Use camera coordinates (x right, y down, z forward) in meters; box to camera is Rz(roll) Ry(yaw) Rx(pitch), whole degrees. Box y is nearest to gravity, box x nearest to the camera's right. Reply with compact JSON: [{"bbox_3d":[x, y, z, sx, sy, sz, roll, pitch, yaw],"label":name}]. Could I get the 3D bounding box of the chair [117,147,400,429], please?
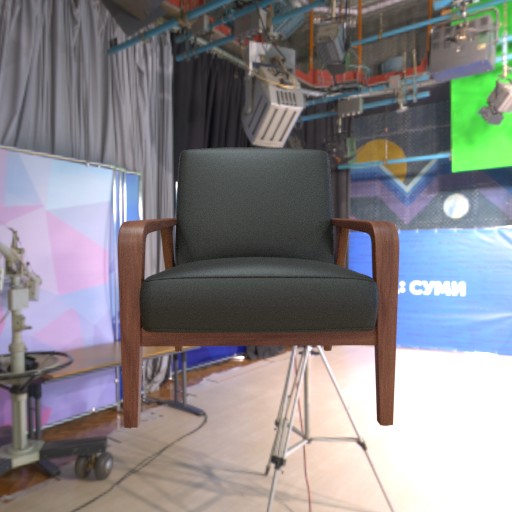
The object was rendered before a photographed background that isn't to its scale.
[{"bbox_3d":[0.000,0.000,1.513,0.719,0.861,0.889,0,1,-1],"label":"chair"}]
